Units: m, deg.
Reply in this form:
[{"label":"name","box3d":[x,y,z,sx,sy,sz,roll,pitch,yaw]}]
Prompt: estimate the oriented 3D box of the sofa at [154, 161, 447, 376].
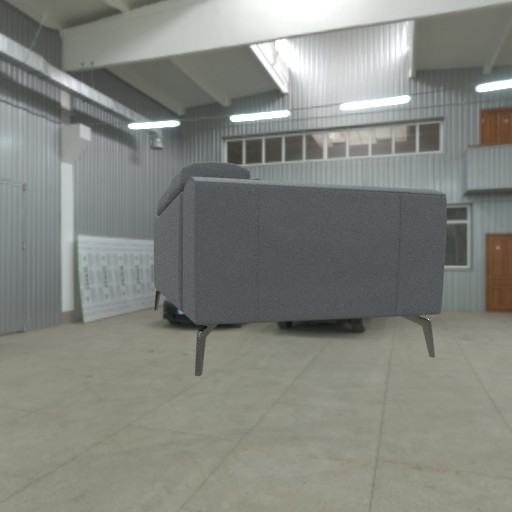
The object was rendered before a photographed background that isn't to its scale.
[{"label":"sofa","box3d":[0.000,0.000,2.449,1.003,0.779,1.895,0,0,-17]}]
